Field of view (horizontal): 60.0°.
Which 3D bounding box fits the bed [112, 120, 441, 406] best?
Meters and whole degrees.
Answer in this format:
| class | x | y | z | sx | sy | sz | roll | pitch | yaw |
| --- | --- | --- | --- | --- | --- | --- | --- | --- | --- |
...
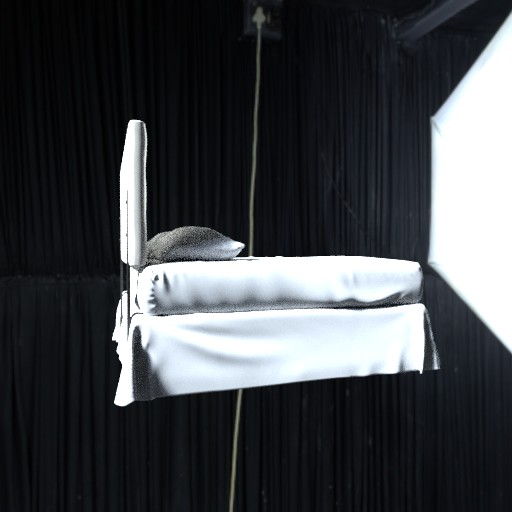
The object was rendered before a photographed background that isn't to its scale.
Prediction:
| class | x | y | z | sx | sy | sz | roll | pitch | yaw |
| --- | --- | --- | --- | --- | --- | --- | --- | --- | --- |
| bed | 0.000 | 0.000 | 3.602 | 2.222 | 1.577 | 1.936 | 0 | 1 | -19 |
